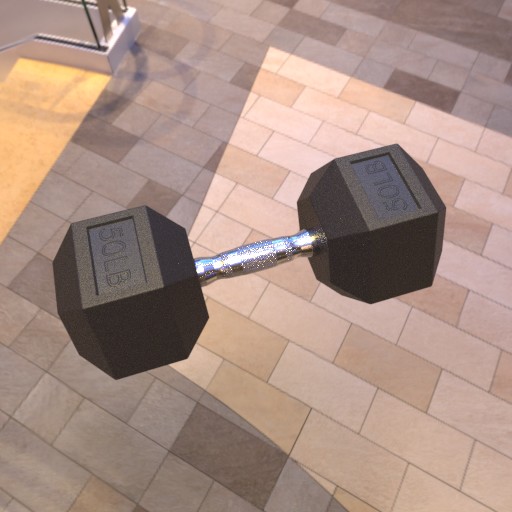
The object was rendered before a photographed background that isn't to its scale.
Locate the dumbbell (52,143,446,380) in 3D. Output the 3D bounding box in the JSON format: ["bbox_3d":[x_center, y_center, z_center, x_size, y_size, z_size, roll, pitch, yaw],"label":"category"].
[{"bbox_3d":[0.000,0.000,0.470,0.384,0.150,0.173,-15,63,-8],"label":"dumbbell"}]
